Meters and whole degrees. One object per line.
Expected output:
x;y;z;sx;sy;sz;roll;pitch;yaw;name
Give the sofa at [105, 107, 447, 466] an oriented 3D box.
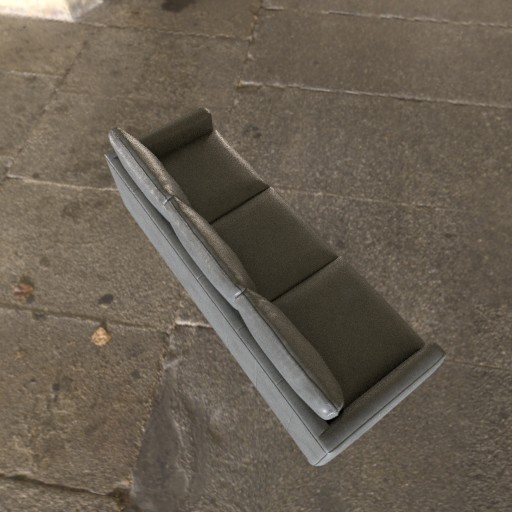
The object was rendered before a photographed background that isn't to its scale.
0.000;0.000;2.416;0.748;0.805;2.029;-32;64;-18;sofa
